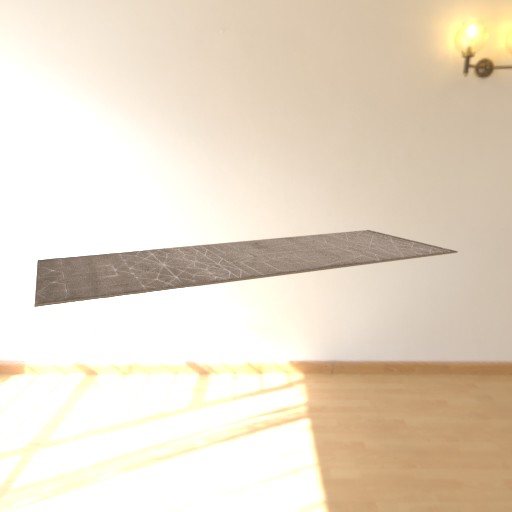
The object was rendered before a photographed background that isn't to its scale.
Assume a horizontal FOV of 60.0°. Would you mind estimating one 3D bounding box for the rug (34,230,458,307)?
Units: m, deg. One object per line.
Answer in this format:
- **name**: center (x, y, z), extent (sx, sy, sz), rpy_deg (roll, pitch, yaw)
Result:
- **rug**: center (0.000, 0.000, 2.669), extent (2.388, 0.012, 0.864), rpy_deg (-6, 14, -24)
